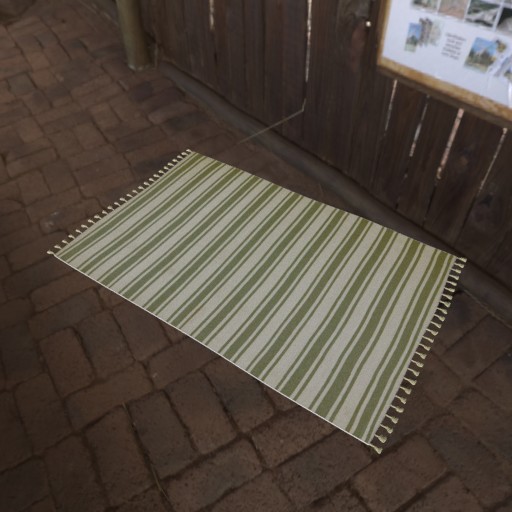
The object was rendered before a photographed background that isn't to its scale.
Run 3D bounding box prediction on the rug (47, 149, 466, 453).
[{"bbox_3d":[0.000,0.000,2.298,1.875,0.013,1.162,26,52,22],"label":"rug"}]
